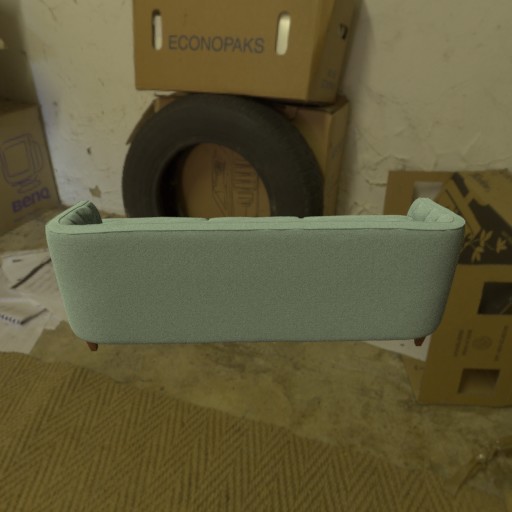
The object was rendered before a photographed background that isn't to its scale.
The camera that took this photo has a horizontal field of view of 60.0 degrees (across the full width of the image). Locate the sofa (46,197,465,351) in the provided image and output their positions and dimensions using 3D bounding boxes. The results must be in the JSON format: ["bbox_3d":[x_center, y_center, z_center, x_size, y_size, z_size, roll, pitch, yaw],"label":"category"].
[{"bbox_3d":[0.000,0.000,2.751,2.278,0.855,0.941,-1,30,-1],"label":"sofa"}]
